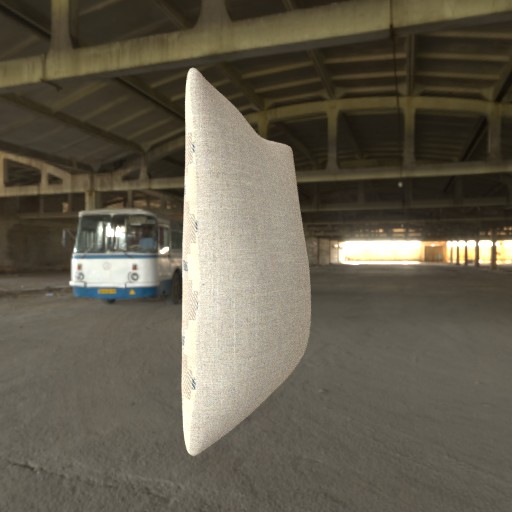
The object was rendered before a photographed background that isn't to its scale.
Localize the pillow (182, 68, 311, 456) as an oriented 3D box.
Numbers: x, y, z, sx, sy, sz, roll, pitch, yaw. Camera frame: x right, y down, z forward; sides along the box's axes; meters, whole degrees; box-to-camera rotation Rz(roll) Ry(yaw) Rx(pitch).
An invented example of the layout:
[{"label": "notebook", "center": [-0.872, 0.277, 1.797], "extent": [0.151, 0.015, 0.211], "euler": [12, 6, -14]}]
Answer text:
[{"label": "pillow", "center": [0.000, 0.000, 0.885], "extent": [0.192, 0.558, 0.578], "euler": [0, 0, 18]}]
